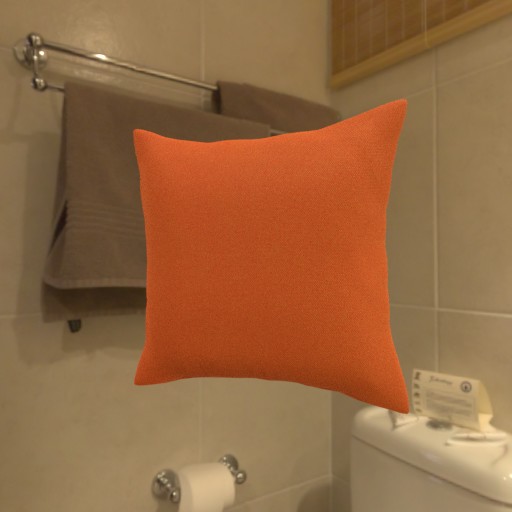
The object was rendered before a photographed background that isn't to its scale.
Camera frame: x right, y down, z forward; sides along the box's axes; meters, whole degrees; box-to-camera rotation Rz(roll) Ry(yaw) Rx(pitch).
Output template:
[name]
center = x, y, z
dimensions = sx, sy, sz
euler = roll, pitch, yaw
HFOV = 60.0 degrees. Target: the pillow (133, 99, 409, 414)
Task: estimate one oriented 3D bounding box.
[pillow]
center = 0.000, 0.000, 0.697
dimensions = 0.453, 0.444, 0.169
euler = 0, -1, 19
